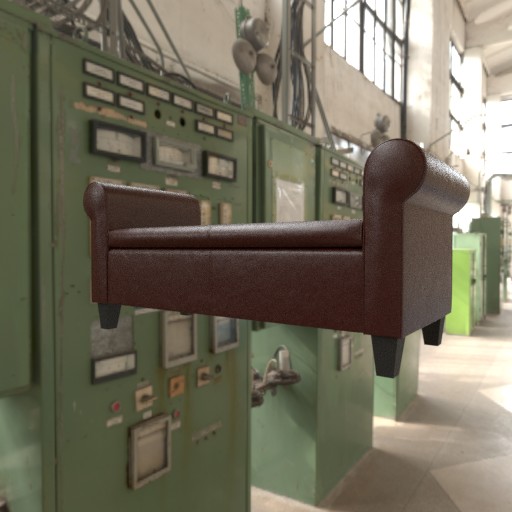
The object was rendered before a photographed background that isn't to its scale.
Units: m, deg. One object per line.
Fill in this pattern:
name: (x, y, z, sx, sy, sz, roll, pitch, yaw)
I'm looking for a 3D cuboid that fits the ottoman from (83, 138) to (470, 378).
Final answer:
ottoman: (0.000, 0.000, 1.522, 1.256, 0.547, 0.521, 1, 1, 36)
